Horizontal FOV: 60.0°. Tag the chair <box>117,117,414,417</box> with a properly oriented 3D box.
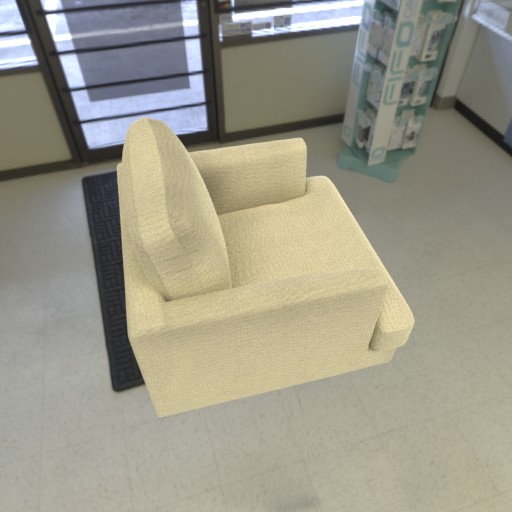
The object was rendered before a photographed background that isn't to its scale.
[{"bbox_3d":[0.000,0.000,1.657,0.899,0.957,0.858,-11,47,-10],"label":"chair"}]
